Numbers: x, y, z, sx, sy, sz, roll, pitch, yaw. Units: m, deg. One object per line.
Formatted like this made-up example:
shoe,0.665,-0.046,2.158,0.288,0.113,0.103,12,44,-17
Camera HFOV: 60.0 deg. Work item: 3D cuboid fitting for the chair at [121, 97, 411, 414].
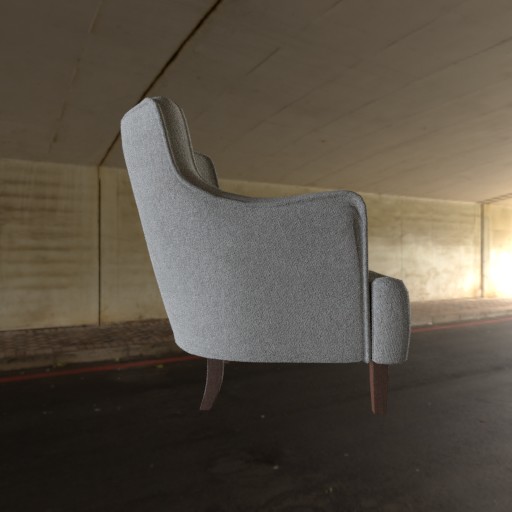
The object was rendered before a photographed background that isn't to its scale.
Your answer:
chair,0.000,0.000,1.606,0.910,0.920,0.820,0,0,2
